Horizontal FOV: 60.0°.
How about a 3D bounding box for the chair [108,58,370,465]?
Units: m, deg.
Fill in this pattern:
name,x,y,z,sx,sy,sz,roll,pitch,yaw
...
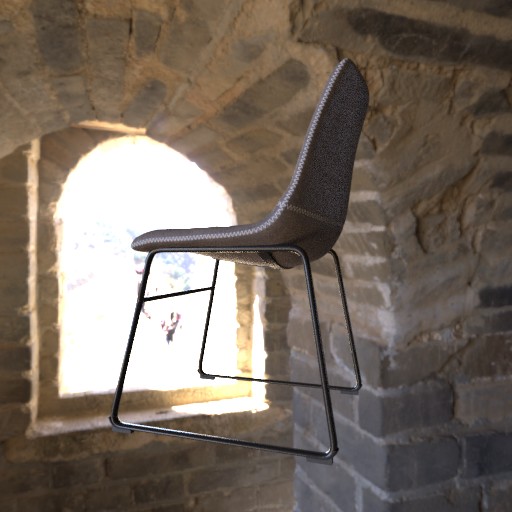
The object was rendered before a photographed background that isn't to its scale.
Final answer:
name,x,y,z,sx,sy,sz,roll,pitch,yaw
chair,0.000,0.000,1.110,0.550,0.780,0.460,0,0,19
